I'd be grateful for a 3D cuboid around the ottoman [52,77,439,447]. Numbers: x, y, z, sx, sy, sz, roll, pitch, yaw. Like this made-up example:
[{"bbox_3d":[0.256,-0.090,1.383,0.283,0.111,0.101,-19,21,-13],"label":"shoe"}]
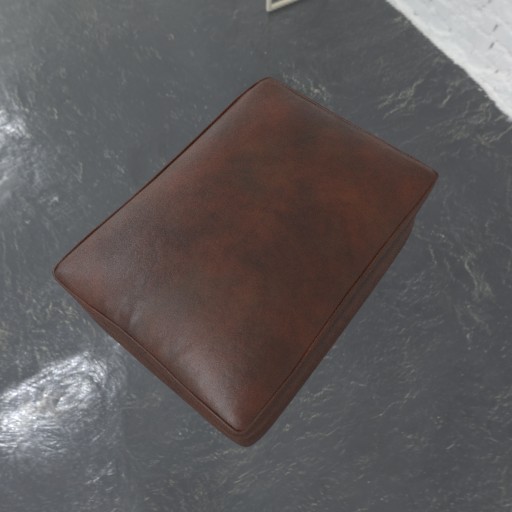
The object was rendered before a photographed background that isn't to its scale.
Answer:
[{"bbox_3d":[0.000,0.000,1.001,0.501,0.432,0.665,36,69,16],"label":"ottoman"}]
